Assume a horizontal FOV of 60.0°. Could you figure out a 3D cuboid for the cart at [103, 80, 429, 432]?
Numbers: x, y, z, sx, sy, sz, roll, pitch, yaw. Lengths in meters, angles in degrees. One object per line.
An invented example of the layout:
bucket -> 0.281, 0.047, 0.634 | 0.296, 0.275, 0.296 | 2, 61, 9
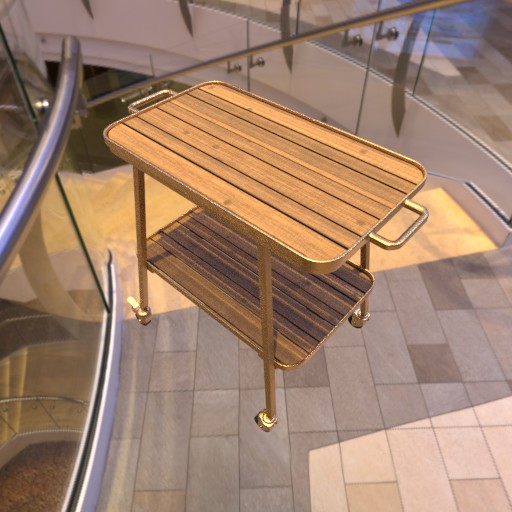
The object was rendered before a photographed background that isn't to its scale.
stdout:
cart -> 0.000, 0.000, 1.266 | 0.806, 0.700, 0.524 | 33, 54, 28
